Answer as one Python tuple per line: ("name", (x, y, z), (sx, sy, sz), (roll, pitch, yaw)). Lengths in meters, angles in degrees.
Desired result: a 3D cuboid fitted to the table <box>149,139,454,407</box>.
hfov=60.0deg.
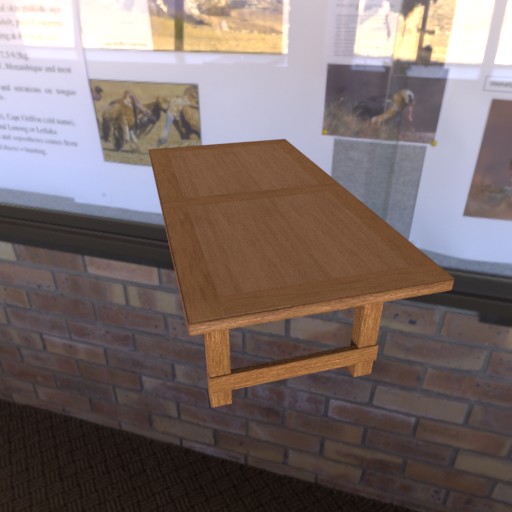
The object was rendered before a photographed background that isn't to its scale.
("table", (0.000, 0.000, 2.558), (1.000, 0.762, 1.982), (-8, 31, -13))
